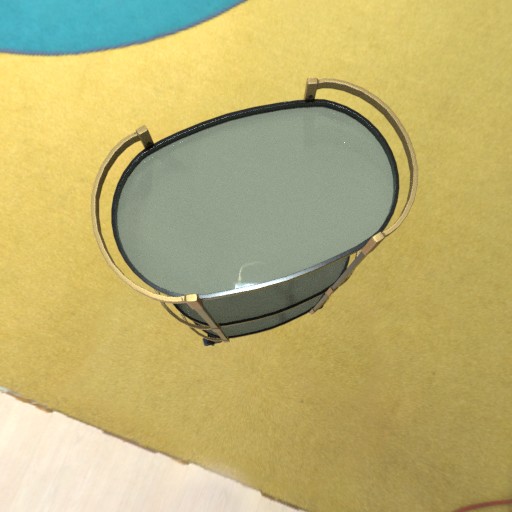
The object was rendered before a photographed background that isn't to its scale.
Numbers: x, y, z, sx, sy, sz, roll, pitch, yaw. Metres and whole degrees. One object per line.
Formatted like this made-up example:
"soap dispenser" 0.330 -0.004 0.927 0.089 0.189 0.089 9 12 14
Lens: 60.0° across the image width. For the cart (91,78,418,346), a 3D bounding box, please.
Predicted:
"cart" 0.000 0.000 1.112 0.515 0.885 0.311 -18 76 -5
